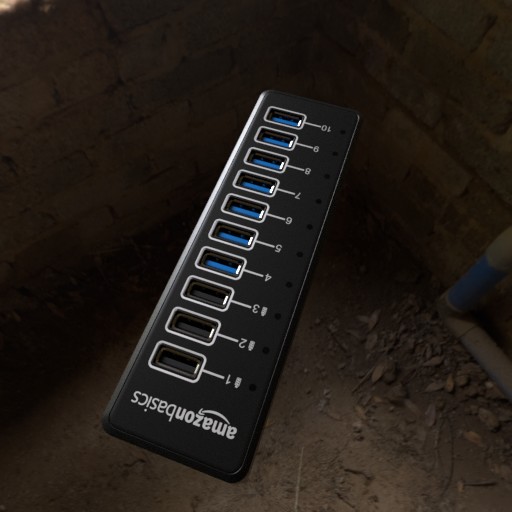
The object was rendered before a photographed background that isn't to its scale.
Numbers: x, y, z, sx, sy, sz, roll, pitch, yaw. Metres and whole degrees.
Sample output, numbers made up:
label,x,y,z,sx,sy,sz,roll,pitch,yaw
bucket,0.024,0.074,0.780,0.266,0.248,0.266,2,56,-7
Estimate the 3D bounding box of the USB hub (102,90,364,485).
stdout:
label,x,y,z,sx,sy,sz,roll,pitch,yaw
USB hub,0.000,0.000,0.162,0.044,0.023,0.145,17,63,9
